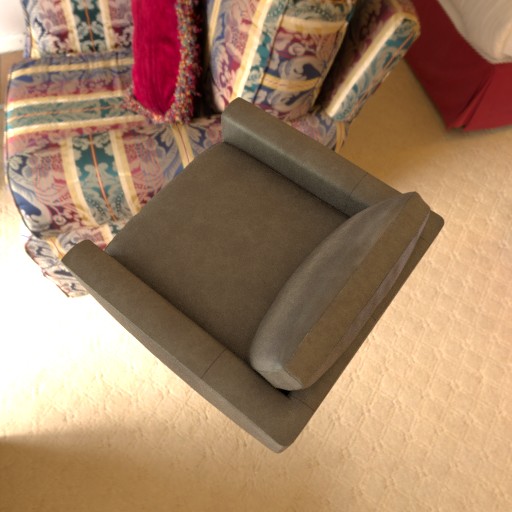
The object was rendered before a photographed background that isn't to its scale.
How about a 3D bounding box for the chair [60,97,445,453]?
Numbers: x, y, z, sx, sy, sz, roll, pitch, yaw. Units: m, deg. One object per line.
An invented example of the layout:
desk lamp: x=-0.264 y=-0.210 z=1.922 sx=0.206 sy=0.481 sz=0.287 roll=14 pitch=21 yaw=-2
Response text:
chair: x=0.000 y=0.000 z=1.833 sx=1.080 sy=0.807 sz=1.106 roll=35 pitch=69 yaw=16
